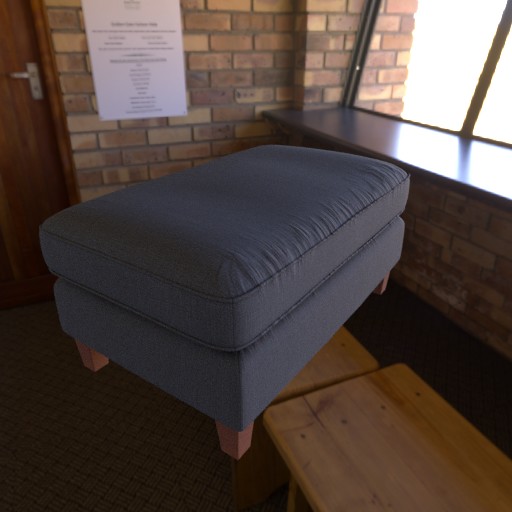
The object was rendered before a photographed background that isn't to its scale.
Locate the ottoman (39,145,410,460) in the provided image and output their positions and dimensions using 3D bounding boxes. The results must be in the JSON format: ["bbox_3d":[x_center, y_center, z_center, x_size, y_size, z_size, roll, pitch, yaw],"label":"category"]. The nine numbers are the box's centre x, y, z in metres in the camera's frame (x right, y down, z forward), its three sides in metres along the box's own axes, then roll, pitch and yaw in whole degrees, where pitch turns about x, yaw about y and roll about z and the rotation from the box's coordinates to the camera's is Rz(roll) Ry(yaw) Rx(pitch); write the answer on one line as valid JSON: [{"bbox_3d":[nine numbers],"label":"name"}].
[{"bbox_3d":[0.000,0.000,1.190,0.570,0.438,0.885,17,31,31],"label":"ottoman"}]
